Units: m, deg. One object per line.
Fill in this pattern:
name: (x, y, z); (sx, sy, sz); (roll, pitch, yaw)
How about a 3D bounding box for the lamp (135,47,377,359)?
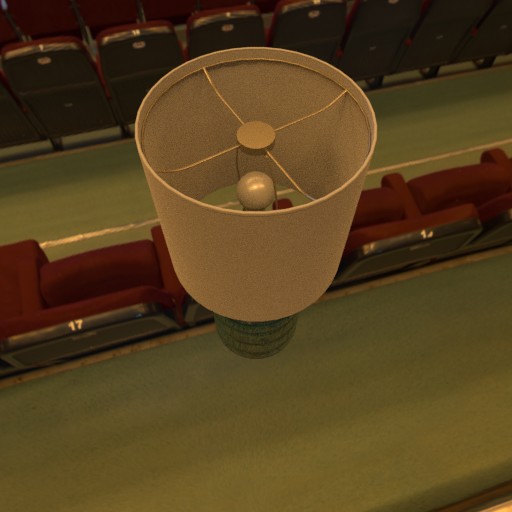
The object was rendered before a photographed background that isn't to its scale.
lamp: (0.000, 0.000, 0.582); (0.211, 0.455, 0.211); (-15, 59, -9)
